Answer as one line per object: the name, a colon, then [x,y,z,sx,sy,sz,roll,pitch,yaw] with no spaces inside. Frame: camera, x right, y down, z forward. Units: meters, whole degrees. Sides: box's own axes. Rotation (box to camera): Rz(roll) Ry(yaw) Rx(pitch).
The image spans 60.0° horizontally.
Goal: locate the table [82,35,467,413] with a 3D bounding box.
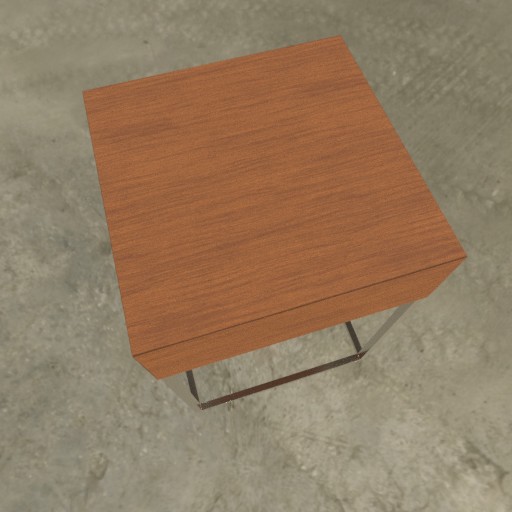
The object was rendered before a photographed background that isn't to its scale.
table: [0.000,0.000,0.819,0.397,0.540,0.398,-16,65,-7]
